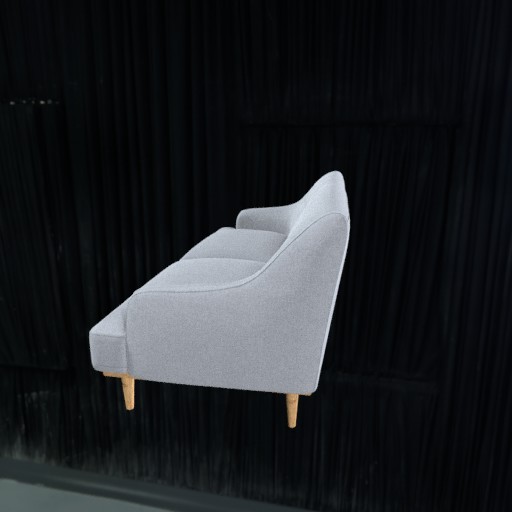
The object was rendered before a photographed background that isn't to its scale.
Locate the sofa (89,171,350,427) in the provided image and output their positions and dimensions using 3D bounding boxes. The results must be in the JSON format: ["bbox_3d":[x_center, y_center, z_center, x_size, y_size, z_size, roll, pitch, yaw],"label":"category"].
[{"bbox_3d":[0.000,0.000,2.566,0.978,0.871,2.057,3,15,10],"label":"sofa"}]
